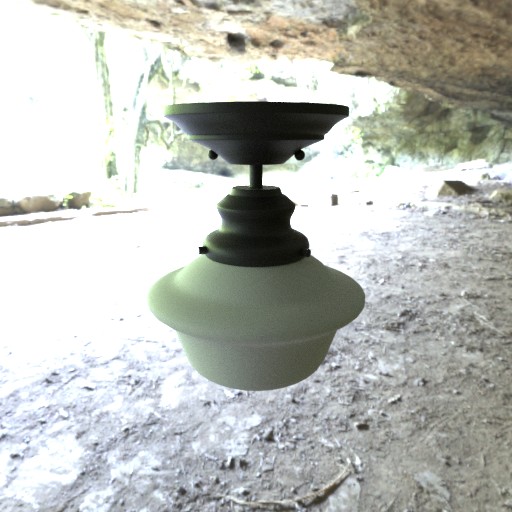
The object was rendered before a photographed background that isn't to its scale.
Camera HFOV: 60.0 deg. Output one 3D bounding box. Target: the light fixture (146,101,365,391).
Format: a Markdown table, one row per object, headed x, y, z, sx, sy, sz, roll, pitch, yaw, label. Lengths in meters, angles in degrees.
| x | y | z | sx | sy | sz | roll | pitch | yaw | label |
| --- | --- | --- | --- | --- | --- | --- | --- | --- | --- |
| 0.000 | 0.000 | 0.401 | 0.197 | 0.254 | 0.197 | 0 | 15 | 0 | light fixture |
